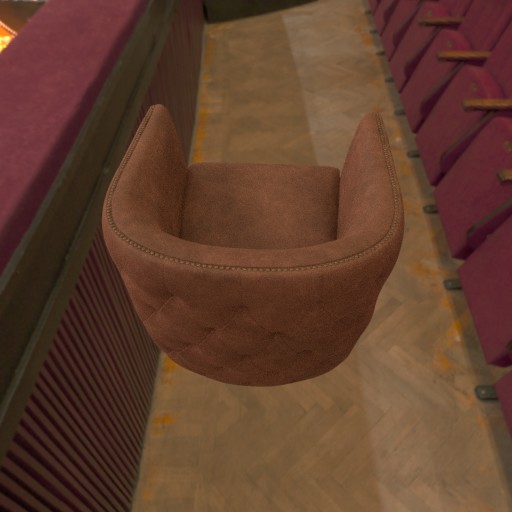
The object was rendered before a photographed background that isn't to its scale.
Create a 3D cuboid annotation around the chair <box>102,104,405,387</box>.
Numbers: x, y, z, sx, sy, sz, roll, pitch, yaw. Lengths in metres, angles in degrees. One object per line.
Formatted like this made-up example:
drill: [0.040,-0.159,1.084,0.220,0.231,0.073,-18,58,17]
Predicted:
chair: [0.000,0.000,1.511,0.850,0.790,0.870,3,47,3]
